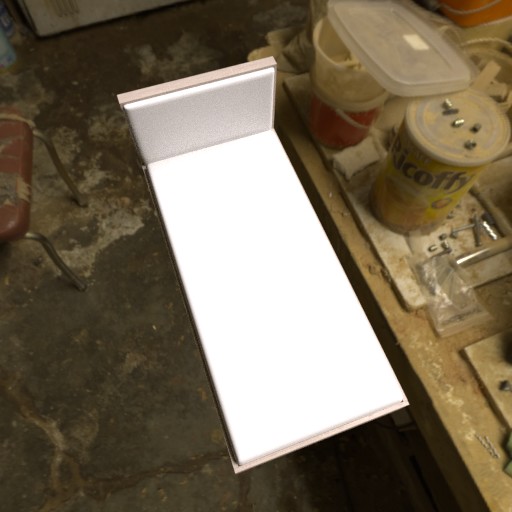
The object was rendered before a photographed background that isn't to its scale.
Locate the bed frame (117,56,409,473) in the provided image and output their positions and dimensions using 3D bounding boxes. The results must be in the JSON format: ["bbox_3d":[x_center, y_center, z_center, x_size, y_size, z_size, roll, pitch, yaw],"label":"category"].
[{"bbox_3d":[0.000,0.000,2.669,0.990,0.920,2.140,-18,65,-9],"label":"bed frame"}]
